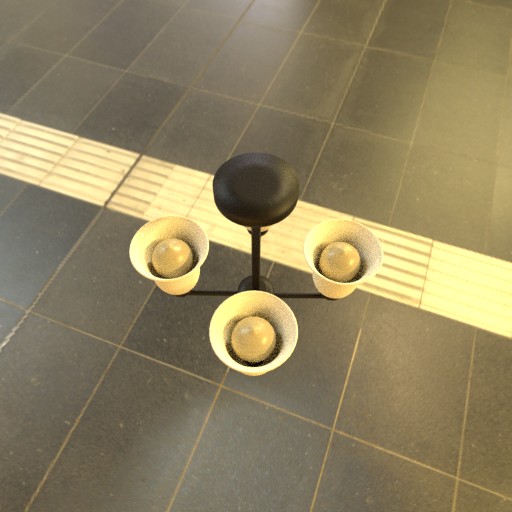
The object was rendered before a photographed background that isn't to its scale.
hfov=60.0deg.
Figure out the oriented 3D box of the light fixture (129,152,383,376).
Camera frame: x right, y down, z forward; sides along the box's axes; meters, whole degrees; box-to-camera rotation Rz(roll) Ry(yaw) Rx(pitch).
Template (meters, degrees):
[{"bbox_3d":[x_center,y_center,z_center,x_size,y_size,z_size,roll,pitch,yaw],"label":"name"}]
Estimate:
[{"bbox_3d":[0.000,0.000,1.917,1.069,0.925,1.069,1,57,1],"label":"light fixture"}]
